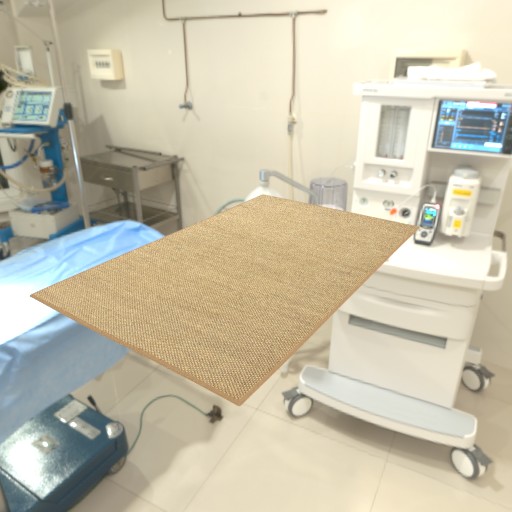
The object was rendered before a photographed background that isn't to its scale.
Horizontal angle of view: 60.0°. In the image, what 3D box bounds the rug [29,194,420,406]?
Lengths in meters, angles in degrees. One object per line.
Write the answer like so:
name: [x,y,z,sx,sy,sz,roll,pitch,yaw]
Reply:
rug: [0.000,0.000,2.115,1.061,0.012,1.668,17,30,31]
